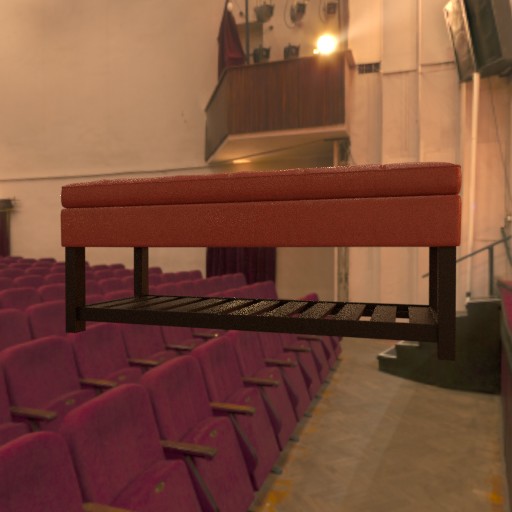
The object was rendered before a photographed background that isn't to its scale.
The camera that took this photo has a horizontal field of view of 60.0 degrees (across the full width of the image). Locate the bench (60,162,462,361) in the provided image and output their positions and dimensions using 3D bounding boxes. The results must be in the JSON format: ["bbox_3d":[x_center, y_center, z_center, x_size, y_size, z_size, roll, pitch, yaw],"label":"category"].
[{"bbox_3d":[0.000,0.000,1.352,1.105,0.460,0.432,0,1,18],"label":"bench"}]
